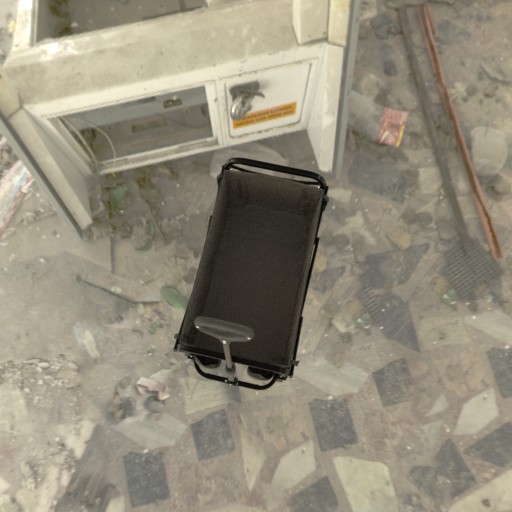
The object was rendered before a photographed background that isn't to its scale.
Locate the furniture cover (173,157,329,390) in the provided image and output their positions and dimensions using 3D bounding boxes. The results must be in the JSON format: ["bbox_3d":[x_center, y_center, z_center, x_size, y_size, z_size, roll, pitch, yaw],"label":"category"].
[{"bbox_3d":[0.000,0.000,1.808,0.532,1.295,1.038,12,74,3],"label":"furniture cover"}]
